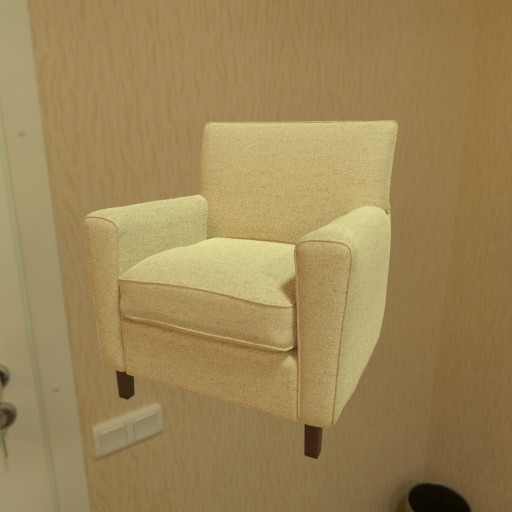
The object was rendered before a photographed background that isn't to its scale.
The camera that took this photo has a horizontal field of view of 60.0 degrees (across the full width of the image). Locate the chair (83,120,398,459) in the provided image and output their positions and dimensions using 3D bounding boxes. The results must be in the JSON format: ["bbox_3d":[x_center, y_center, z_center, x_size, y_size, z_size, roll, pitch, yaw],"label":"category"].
[{"bbox_3d":[0.000,0.000,1.594,0.870,0.943,0.823,7,17,24],"label":"chair"}]
